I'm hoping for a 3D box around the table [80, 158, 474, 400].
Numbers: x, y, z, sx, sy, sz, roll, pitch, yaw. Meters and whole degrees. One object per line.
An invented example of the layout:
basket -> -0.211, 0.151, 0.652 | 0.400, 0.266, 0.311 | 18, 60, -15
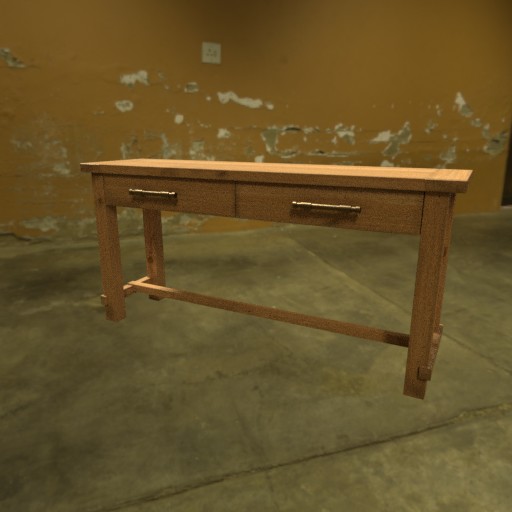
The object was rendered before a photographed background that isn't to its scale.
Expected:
table -> 0.000, 0.000, 1.919 | 1.599, 0.762, 0.442 | 8, 18, 26
